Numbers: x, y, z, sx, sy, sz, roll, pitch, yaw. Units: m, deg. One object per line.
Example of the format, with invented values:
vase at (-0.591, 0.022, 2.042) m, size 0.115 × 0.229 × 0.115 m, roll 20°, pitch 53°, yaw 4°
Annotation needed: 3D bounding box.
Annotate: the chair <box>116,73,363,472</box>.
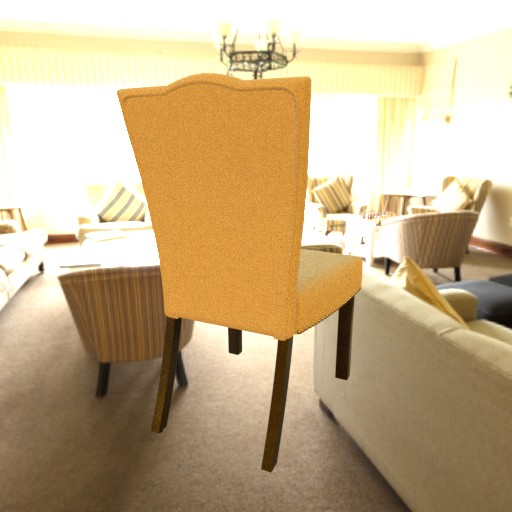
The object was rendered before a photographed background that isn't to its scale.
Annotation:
chair at (0.000, 0.000, 1.313) m, size 0.518 × 0.946 × 0.589 m, roll 7°, pitch 16°, yaw 25°
